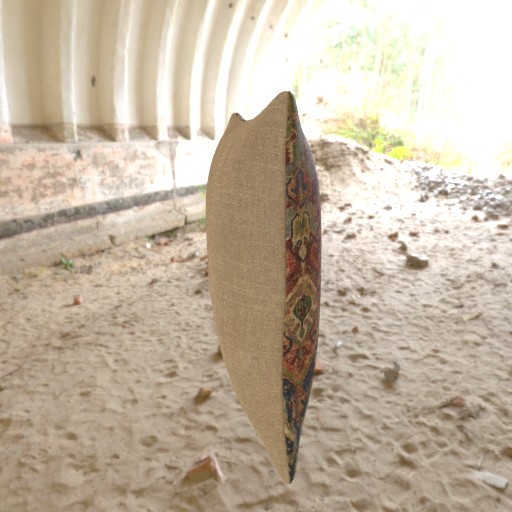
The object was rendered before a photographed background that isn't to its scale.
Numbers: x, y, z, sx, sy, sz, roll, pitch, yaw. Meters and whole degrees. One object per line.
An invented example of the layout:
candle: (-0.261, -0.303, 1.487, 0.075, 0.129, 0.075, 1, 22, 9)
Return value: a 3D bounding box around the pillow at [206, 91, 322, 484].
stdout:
pillow: (0.000, 0.000, 0.781, 0.166, 0.506, 0.523, -2, 15, -9)
